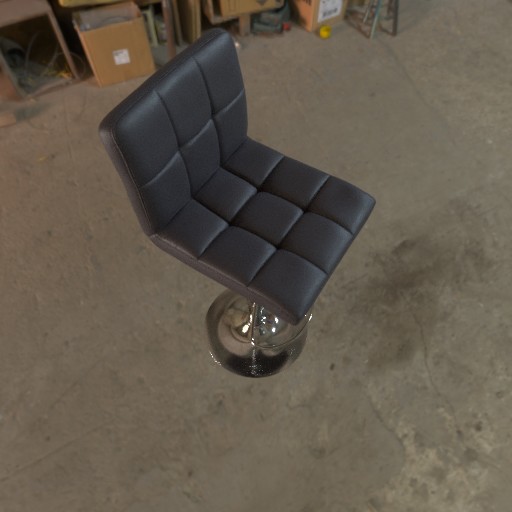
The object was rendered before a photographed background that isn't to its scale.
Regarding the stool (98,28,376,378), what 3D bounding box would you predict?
[{"bbox_3d":[0.000,0.000,1.346,0.505,1.115,0.430,29,63,17],"label":"stool"}]
